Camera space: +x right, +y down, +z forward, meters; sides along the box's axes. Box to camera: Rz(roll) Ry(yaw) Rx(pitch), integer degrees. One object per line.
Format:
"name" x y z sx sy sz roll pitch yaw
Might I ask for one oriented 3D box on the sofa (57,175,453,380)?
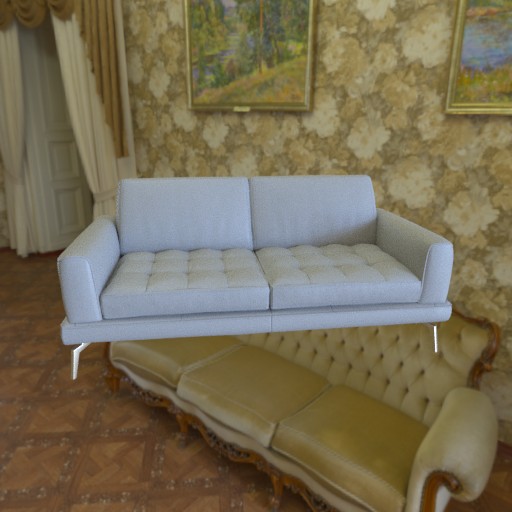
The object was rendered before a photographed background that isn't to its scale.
"sofa" 0.000 0.000 2.834 2.177 0.930 1.121 -2 17 -7
